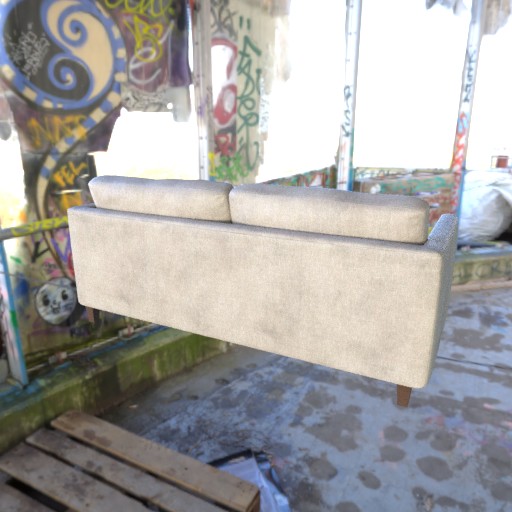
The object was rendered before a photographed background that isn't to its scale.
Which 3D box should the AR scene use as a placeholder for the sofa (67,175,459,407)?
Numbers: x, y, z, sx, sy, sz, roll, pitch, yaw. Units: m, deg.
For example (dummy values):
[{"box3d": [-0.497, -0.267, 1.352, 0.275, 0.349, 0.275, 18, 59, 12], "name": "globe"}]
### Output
[{"box3d": [0.000, 0.000, 2.739, 2.208, 0.965, 0.951, 8, 18, 26], "name": "sofa"}]
